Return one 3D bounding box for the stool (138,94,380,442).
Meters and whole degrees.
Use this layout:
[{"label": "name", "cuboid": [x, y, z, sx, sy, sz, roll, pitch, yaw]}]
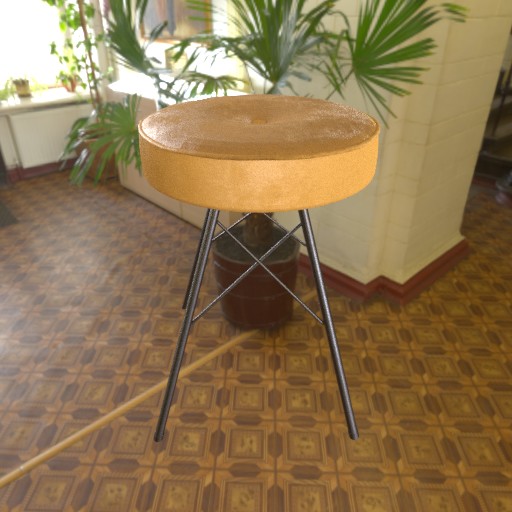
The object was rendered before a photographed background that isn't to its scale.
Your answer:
[{"label": "stool", "cuboid": [0.000, 0.000, 0.937, 0.438, 0.595, 0.472, 1, 30, 1]}]
